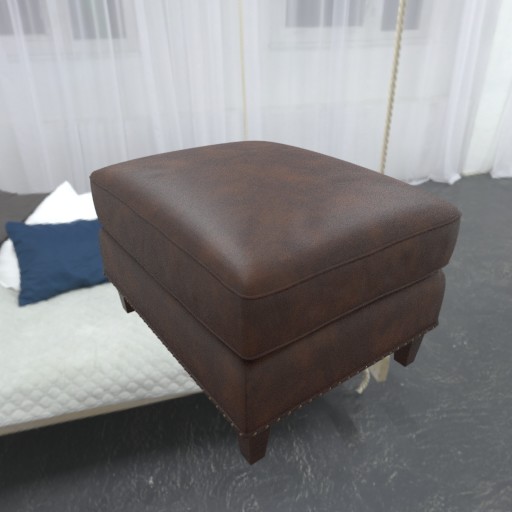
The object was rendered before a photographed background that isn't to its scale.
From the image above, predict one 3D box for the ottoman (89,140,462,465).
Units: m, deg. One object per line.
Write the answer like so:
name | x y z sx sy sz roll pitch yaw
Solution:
ottoman | 0.000 0.000 1.129 0.586 0.486 0.742 -19 33 -31
